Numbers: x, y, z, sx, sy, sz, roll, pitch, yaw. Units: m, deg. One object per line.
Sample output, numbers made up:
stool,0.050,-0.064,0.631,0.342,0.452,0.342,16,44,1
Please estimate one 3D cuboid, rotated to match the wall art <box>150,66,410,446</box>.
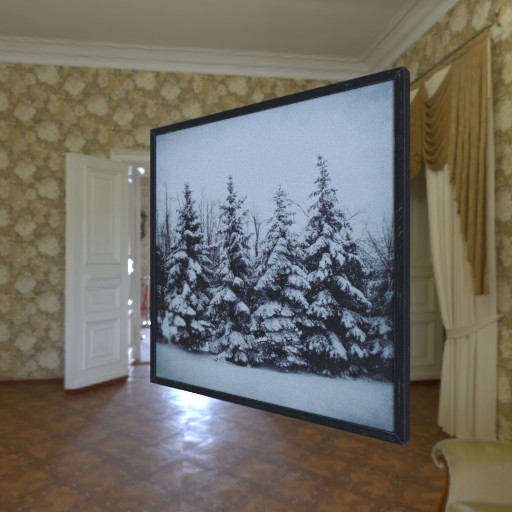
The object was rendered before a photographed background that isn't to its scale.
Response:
wall art,0.000,0.000,1.125,0.761,0.761,0.037,0,0,36
